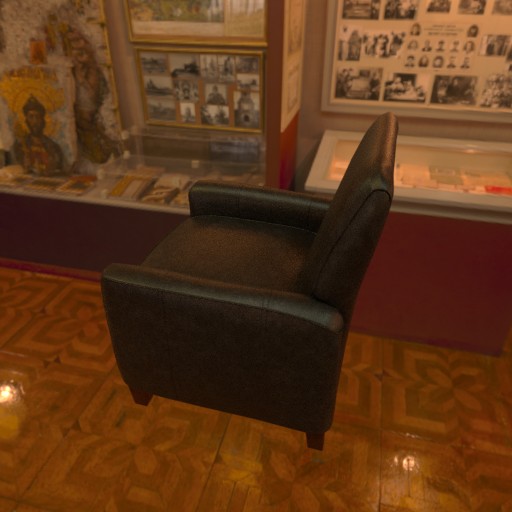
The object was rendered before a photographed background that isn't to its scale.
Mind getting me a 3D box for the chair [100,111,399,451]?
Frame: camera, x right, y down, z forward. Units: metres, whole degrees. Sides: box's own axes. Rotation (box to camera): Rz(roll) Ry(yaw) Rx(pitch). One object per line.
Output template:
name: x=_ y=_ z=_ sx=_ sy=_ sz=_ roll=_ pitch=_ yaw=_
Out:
chair: x=0.000 y=0.000 z=1.636 sx=0.864 sy=1.014 sz=0.848 roll=9 pitch=33 yaw=14
